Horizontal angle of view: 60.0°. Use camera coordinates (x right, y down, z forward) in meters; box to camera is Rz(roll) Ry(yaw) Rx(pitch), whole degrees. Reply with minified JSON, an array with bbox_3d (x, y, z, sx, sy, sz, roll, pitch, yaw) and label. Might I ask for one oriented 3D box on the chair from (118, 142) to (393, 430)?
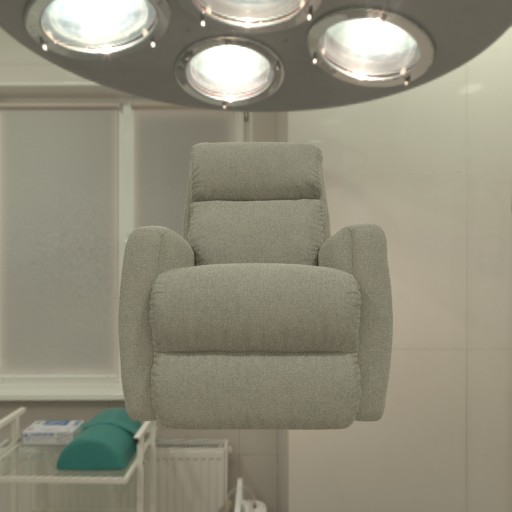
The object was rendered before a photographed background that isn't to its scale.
[{"bbox_3d":[0.000,0.000,1.667,0.794,1.021,0.940,0,0,0],"label":"chair"}]
